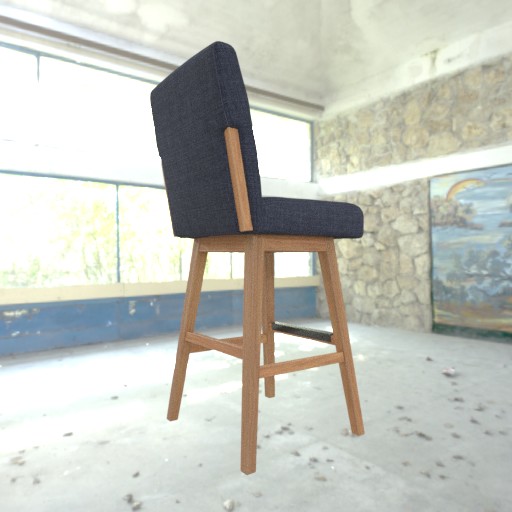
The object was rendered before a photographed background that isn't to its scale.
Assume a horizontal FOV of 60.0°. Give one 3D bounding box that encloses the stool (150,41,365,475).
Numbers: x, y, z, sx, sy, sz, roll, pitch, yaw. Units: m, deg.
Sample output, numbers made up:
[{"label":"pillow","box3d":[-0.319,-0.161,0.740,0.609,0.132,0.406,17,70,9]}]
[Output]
[{"label":"stool","box3d":[0.000,0.000,1.434,0.570,1.112,0.483,0,0,-36]}]
